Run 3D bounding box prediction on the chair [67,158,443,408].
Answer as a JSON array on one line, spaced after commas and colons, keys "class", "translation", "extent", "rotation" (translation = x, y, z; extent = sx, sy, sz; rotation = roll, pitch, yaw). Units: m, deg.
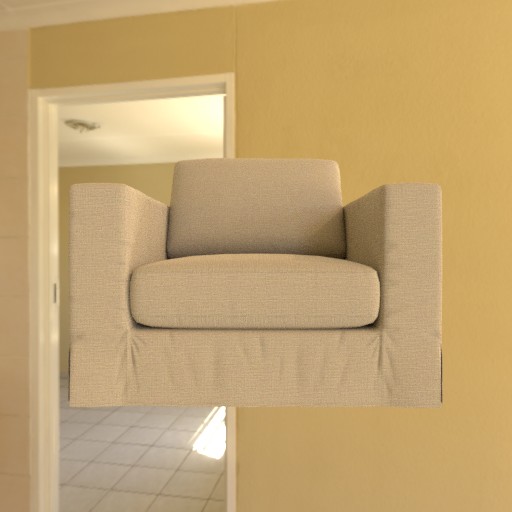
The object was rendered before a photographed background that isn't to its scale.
[{"class": "chair", "translation": [0.000, 0.000, 1.765], "extent": [1.150, 0.878, 0.957], "rotation": [0, 0, 1]}]
